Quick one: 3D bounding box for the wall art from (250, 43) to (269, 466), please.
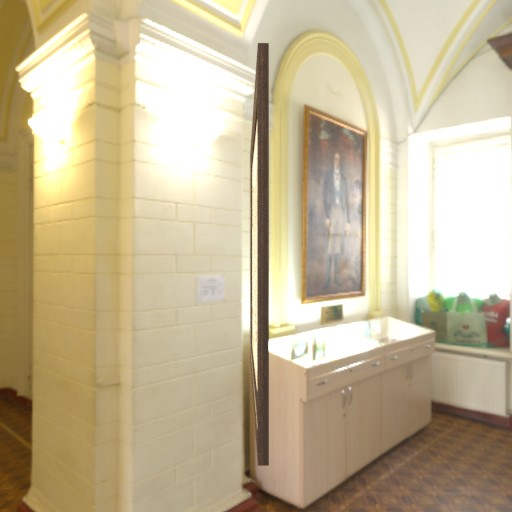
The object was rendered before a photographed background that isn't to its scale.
[{"bbox_3d":[0.000,0.000,1.434,0.023,0.875,1.033,0,-1,-2],"label":"wall art"}]
